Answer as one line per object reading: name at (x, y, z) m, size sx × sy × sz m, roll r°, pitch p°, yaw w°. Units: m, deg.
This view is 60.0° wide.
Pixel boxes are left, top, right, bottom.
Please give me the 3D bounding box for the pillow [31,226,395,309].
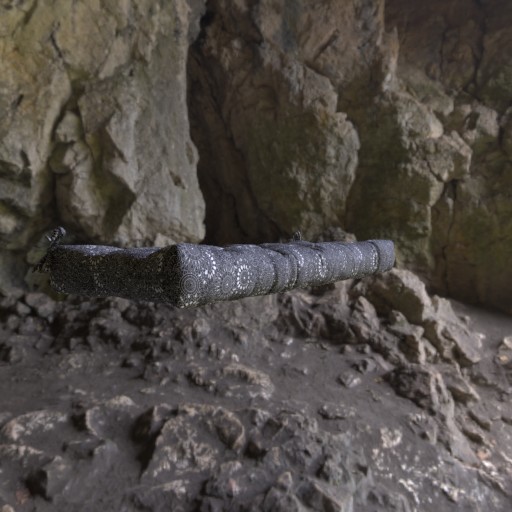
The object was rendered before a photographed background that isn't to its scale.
pillow at (0.000, 0.000, 1.370) m, size 0.511 × 0.174 × 1.194 m, roll 2°, pitch 3°, yaw 36°
